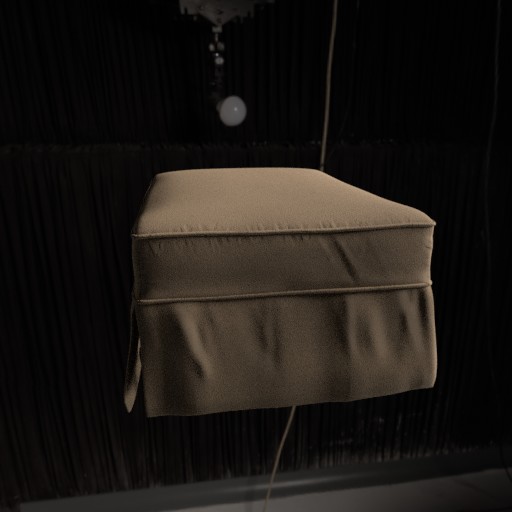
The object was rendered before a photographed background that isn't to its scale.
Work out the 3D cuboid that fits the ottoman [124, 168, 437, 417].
[{"bbox_3d":[0.000,0.000,1.356,0.721,0.482,0.959,-3,18,-9],"label":"ottoman"}]
